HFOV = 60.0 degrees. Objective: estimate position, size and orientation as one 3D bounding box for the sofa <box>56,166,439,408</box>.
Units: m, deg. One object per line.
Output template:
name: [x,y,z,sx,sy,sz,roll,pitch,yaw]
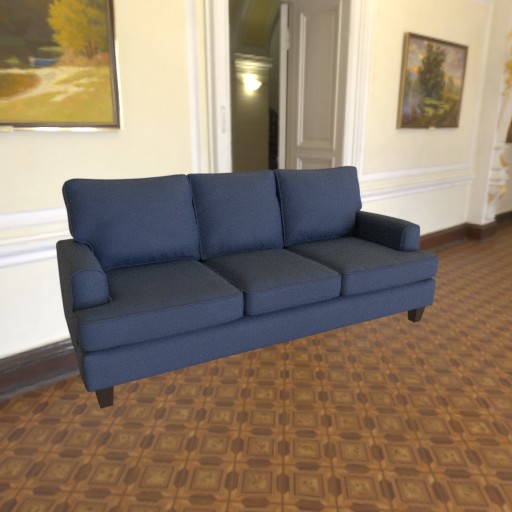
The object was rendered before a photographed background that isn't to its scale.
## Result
sofa: [0.000,0.000,2.679,2.158,0.965,0.951,-8,18,-27]
